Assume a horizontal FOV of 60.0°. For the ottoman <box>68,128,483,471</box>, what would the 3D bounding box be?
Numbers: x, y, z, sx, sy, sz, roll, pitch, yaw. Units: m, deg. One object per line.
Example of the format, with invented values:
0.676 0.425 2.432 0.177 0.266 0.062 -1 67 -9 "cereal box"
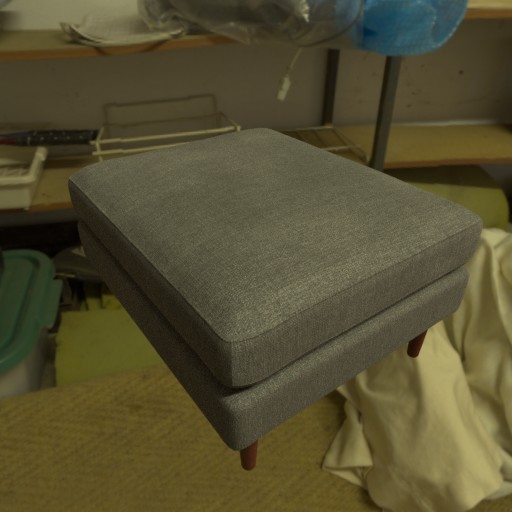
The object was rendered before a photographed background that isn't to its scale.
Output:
0.000 0.000 1.178 0.693 0.474 0.821 -21 38 -30 "ottoman"
